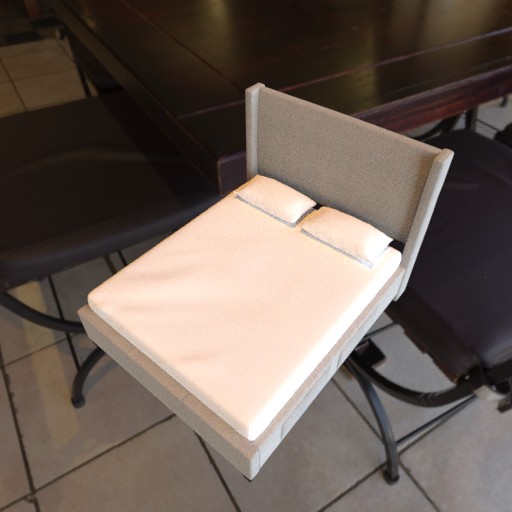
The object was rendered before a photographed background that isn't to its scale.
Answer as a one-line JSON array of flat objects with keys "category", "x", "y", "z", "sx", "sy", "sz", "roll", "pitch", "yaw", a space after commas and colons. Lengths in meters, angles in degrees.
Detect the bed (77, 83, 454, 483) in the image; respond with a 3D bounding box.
[{"category": "bed", "x": 0.000, "y": 0.000, "z": 3.407, "sx": 1.774, "sy": 1.491, "sz": 2.222, "roll": 30, "pitch": 52, "yaw": 27}]
